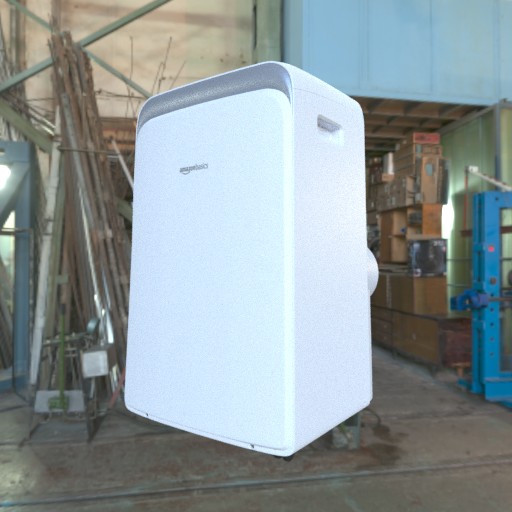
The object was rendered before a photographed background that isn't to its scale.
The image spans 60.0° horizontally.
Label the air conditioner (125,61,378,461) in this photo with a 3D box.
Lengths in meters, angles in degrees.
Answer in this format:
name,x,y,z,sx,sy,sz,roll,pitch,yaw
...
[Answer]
name,x,y,z,sx,sy,sz,roll,pitch,yaw
air conditioner,0.000,0.000,1.060,0.478,0.765,0.467,0,0,35
